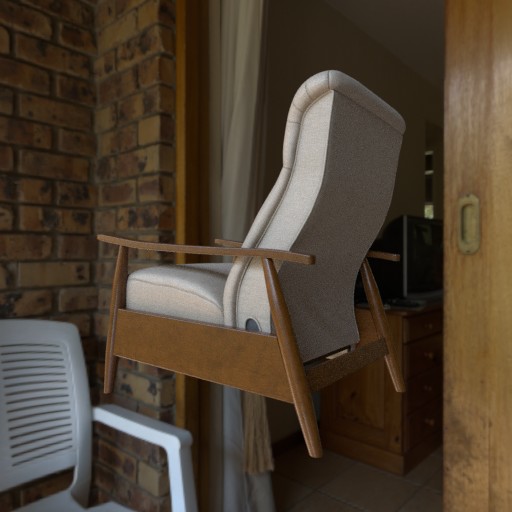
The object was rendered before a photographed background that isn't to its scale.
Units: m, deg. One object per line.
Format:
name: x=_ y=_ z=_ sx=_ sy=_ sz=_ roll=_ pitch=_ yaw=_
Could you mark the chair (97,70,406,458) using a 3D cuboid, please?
chair: x=0.000 y=0.000 z=1.766 sx=1.030 sy=1.082 sz=0.762 roll=0 pitch=0 yaw=36
